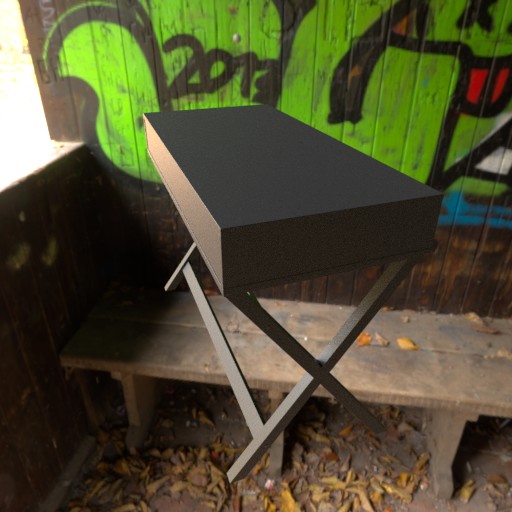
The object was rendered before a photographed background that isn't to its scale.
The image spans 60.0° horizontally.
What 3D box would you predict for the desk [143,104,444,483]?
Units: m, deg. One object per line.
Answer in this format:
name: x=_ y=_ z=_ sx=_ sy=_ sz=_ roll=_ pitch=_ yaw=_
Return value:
desk: x=0.000 y=0.000 z=1.513 sx=0.525 sy=0.780 sz=1.057 roll=-10 pitch=31 yaw=-17
